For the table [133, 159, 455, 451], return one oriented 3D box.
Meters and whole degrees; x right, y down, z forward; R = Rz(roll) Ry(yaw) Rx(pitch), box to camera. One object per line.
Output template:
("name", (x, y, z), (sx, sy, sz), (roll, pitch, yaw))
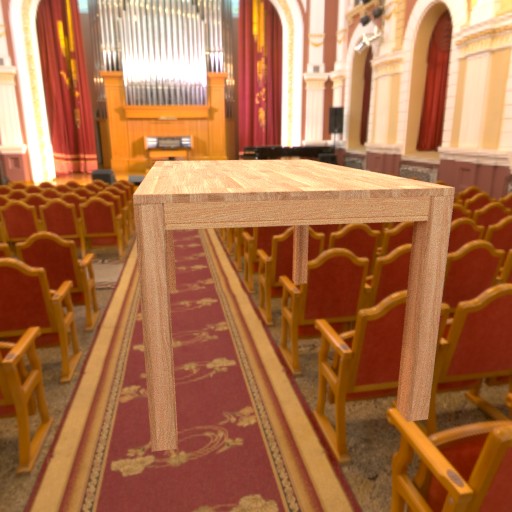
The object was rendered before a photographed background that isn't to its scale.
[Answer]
("table", (0.000, 0.000, 2.015), (0.900, 0.770, 1.500), (-3, 16, -10))
